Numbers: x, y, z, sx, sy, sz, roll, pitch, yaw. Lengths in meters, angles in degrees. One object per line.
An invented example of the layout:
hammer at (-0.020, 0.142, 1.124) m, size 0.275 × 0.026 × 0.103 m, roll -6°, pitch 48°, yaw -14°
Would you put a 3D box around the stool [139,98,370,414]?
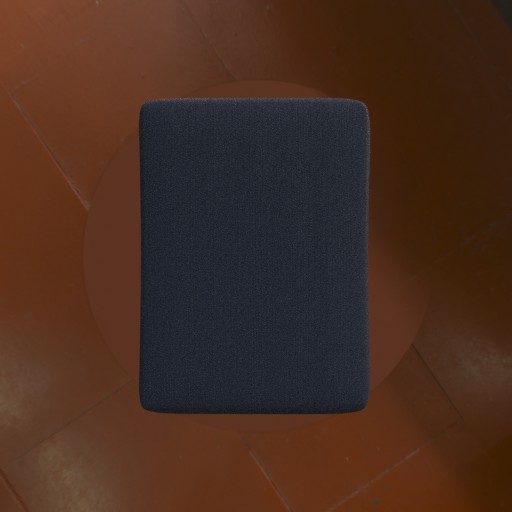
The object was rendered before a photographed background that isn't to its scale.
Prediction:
stool at (0.000, 0.000, 1.024) m, size 0.358 × 0.740 × 0.498 m, roll 0°, pitch 90°, yaw 0°
